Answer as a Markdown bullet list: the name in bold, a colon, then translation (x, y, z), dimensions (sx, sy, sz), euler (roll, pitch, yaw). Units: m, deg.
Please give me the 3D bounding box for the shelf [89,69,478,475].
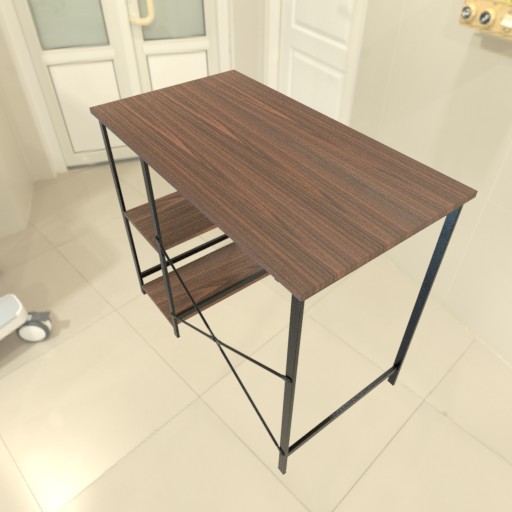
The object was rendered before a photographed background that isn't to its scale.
- **shelf**: translation (0.000, 0.000, 1.346), dimensions (0.498, 0.750, 0.902), euler (-27, 49, -27)
